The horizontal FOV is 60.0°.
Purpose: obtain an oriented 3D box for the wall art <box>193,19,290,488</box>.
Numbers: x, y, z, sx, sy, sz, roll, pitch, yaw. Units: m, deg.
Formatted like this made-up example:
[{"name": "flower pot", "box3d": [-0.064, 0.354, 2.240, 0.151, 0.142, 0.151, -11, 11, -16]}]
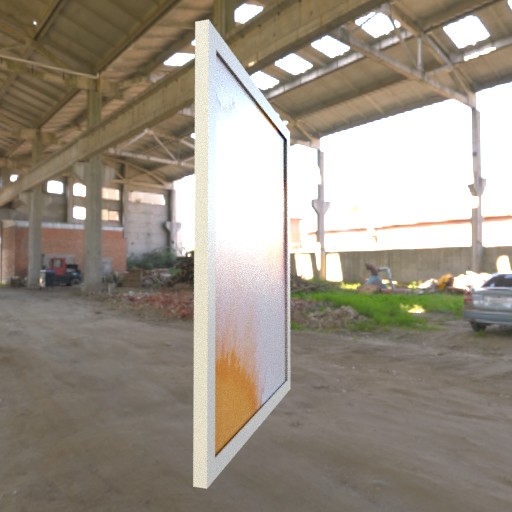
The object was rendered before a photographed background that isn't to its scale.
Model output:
[{"name": "wall art", "box3d": [0.000, 0.000, 1.086, 0.026, 0.811, 0.661, -1, -2, 17]}]
